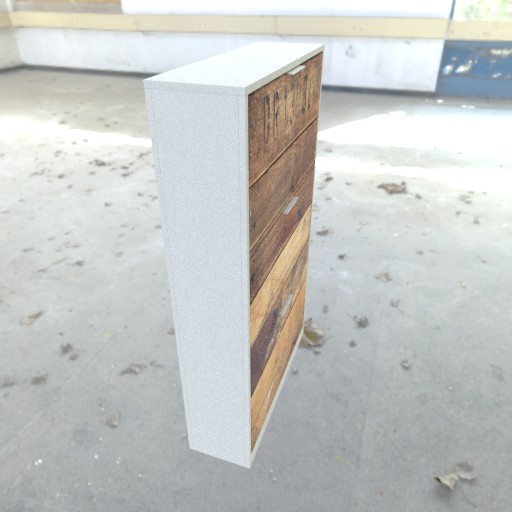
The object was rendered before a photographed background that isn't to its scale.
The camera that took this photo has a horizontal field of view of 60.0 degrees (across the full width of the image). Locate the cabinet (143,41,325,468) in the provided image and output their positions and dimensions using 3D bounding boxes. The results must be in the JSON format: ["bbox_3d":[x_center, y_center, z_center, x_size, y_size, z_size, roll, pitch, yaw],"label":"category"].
[{"bbox_3d":[0.000,0.000,1.556,0.250,1.280,0.750,11,33,17],"label":"cabinet"}]
